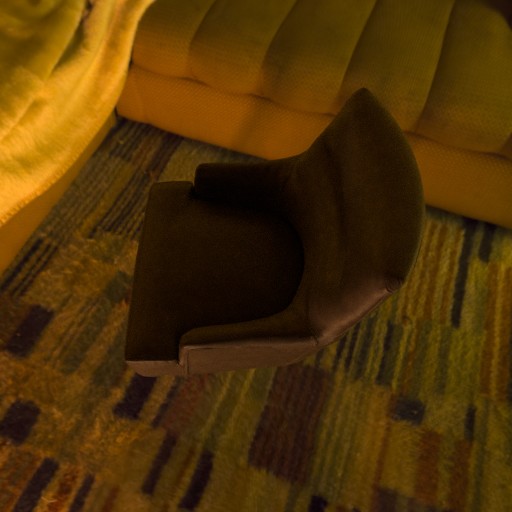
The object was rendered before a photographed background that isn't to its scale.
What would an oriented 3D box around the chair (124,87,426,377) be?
[{"bbox_3d":[0.000,0.000,1.530,0.874,0.870,0.738,0,58,0],"label":"chair"}]
